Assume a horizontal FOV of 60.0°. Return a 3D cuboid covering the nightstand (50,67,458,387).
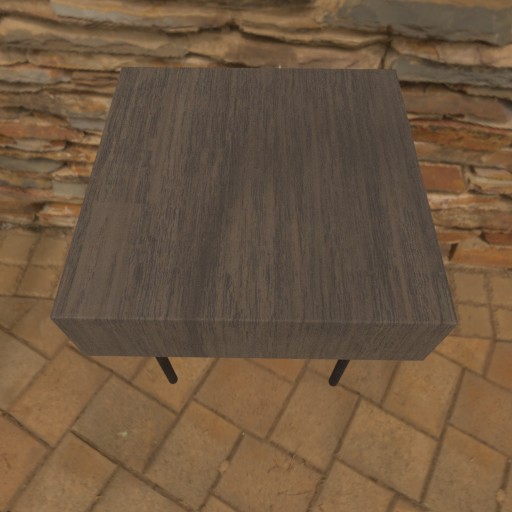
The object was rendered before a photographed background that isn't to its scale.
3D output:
[{"bbox_3d":[0.000,0.000,0.885,0.503,0.497,0.502,1,58,0],"label":"nightstand"}]
